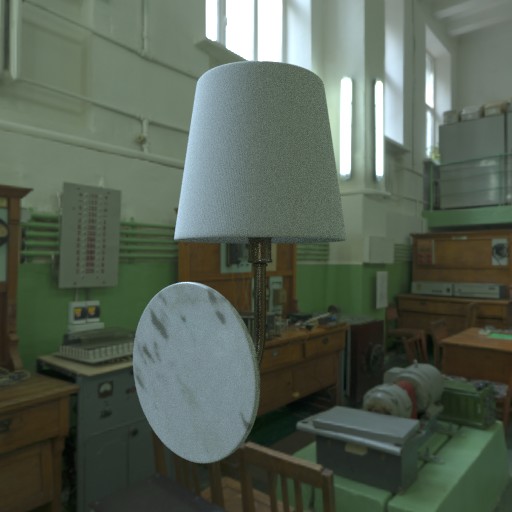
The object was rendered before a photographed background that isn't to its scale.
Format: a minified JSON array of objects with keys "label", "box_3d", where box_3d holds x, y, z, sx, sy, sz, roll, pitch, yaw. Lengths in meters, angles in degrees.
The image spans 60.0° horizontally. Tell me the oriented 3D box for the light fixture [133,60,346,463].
[{"label":"light fixture","box_3d":[0.000,0.000,0.439,0.168,0.337,0.188,0,0,38]}]
